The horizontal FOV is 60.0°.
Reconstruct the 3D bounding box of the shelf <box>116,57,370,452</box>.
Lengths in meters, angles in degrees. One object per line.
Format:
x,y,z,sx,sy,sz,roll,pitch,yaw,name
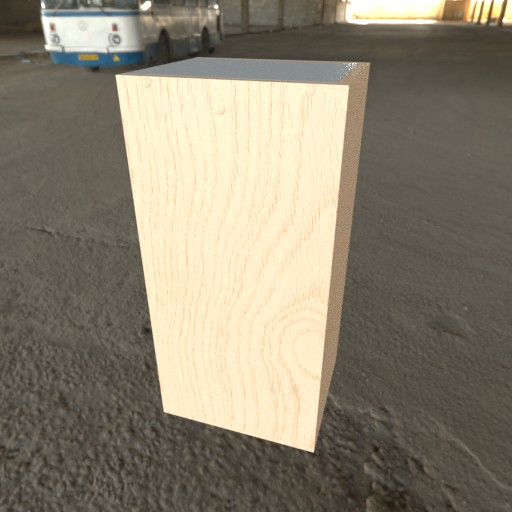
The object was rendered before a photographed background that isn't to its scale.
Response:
0.000,0.000,0.764,0.290,0.600,0.250,9,30,16,shelf
